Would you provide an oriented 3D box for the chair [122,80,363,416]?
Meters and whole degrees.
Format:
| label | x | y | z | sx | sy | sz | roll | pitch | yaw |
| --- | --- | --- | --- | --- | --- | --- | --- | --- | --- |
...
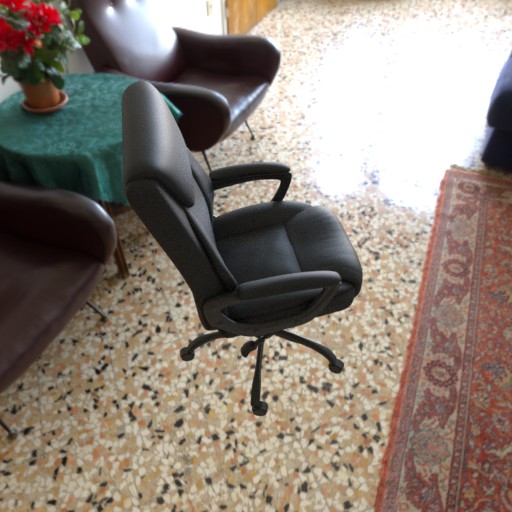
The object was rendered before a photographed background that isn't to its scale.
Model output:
| label | x | y | z | sx | sy | sz | roll | pitch | yaw |
| --- | --- | --- | --- | --- | --- | --- | --- | --- | --- |
| chair | 0.000 | 0.000 | 1.452 | 0.655 | 1.072 | 0.615 | -9 | 47 | -8 |
